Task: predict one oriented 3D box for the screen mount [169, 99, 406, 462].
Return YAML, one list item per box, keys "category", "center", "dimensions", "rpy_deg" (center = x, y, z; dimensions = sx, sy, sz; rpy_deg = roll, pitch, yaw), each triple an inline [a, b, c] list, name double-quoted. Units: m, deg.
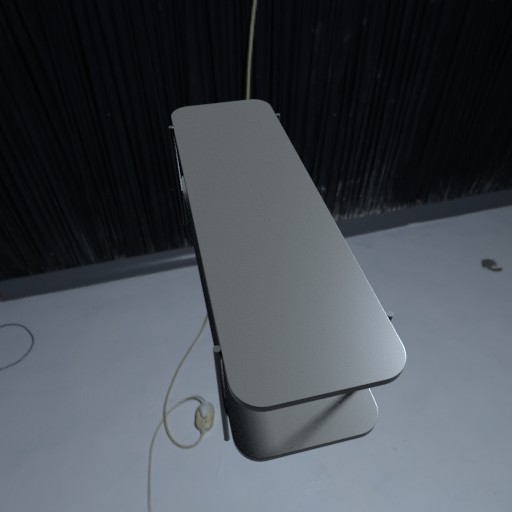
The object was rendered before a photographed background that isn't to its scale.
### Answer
- category: "screen mount"
  center: [0.000, 0.000, 1.406]
  dimensions: [0.400, 0.447, 1.200]
  rpy_deg: [-10, 46, -9]
